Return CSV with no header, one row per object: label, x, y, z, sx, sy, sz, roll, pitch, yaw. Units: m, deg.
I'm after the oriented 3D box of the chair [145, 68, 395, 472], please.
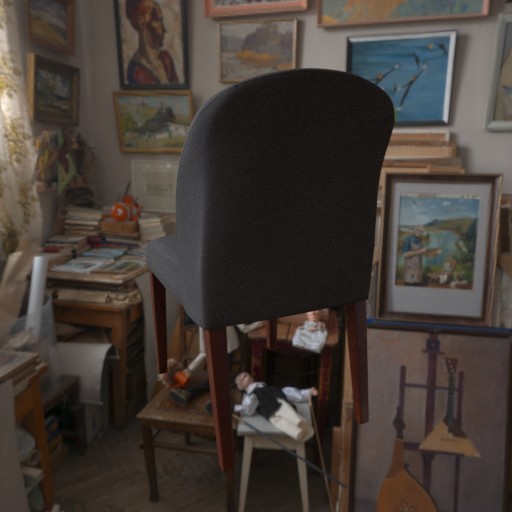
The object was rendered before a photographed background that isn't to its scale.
chair,0.000,0.000,1.228,0.506,0.879,0.619,-7,15,-26
